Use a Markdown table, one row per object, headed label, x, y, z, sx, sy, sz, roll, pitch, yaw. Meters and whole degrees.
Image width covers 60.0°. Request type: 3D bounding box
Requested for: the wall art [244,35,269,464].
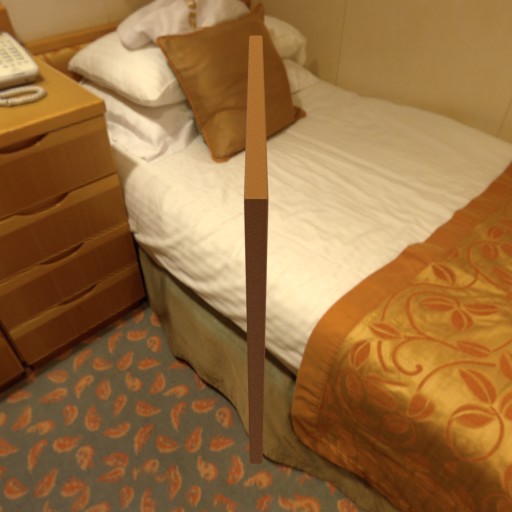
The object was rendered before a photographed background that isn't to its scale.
| label | x | y | z | sx | sy | sz | roll | pitch | yaw |
| --- | --- | --- | --- | --- | --- | --- | --- | --- | --- |
| wall art | 0.000 | 0.000 | 0.505 | 0.015 | 0.379 | 0.310 | 0 | 43 | 0 |
